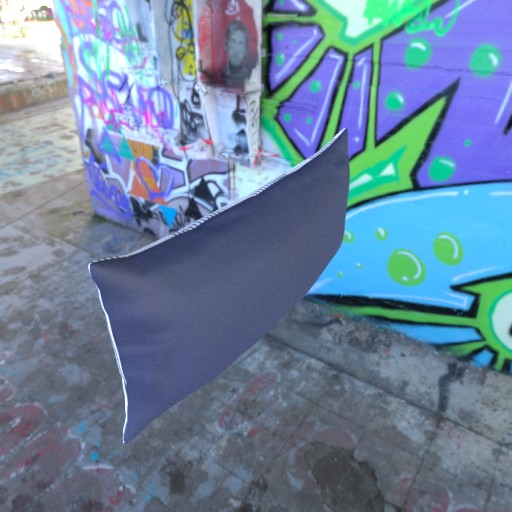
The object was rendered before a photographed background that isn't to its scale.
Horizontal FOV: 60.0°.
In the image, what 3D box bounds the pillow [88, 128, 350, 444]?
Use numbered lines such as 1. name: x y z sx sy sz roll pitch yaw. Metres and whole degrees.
1. pillow: 0.000 0.000 0.727 0.151 0.287 0.610 20 36 29
